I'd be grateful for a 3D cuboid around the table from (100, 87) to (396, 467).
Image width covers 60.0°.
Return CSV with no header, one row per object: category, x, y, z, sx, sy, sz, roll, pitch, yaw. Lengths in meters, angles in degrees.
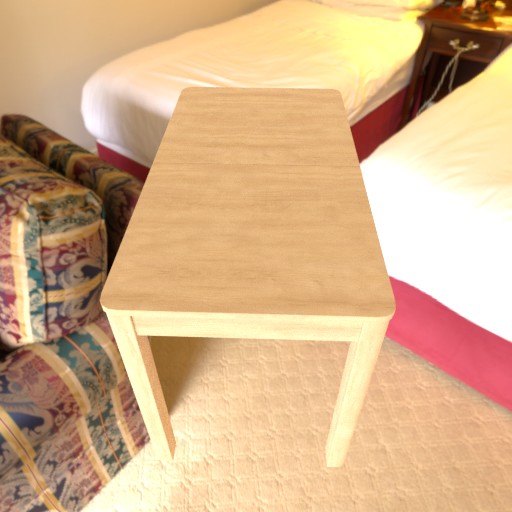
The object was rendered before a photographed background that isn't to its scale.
table,0.000,0.000,1.908,0.750,0.900,1.400,1,43,1
